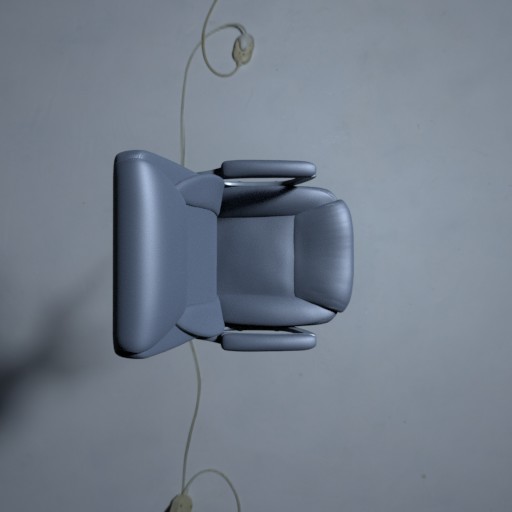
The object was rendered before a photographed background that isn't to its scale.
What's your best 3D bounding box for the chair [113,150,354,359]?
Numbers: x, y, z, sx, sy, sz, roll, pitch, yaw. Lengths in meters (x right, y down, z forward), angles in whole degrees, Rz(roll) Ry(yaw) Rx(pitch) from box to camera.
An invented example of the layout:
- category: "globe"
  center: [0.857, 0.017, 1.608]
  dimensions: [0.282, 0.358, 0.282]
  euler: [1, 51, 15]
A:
- category: "chair"
  center: [0.000, 0.000, 1.467]
  dimensions: [0.655, 1.072, 0.615]
  euler: [0, 90, -1]
